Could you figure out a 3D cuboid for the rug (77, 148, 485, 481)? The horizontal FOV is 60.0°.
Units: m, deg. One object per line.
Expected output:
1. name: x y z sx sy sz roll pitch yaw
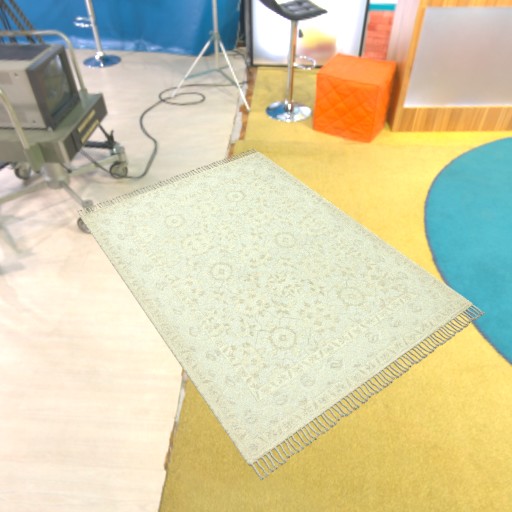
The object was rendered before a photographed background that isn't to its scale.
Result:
1. rug: 0.000 0.000 2.226 1.223 0.015 1.771 -26 49 -25
